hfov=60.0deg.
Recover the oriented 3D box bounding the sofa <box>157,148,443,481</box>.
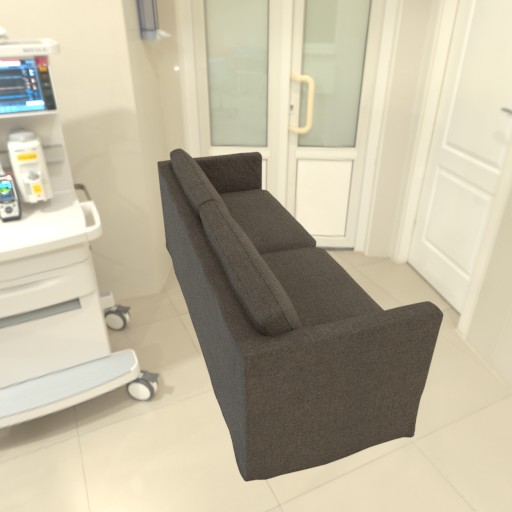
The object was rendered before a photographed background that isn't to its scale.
[{"bbox_3d":[0.000,0.000,3.245,1.036,0.998,2.779,-9,31,-16],"label":"sofa"}]
